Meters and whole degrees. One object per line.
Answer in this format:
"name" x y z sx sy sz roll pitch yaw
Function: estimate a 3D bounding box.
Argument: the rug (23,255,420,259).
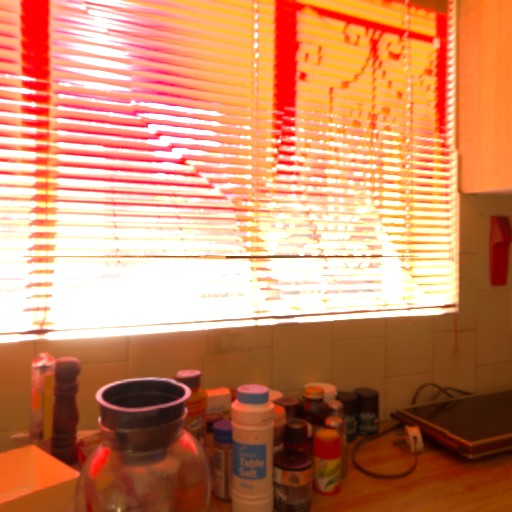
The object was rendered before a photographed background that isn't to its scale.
"rug" 0.000 0.000 3.062 1.521 0.015 2.436 0 0 36
